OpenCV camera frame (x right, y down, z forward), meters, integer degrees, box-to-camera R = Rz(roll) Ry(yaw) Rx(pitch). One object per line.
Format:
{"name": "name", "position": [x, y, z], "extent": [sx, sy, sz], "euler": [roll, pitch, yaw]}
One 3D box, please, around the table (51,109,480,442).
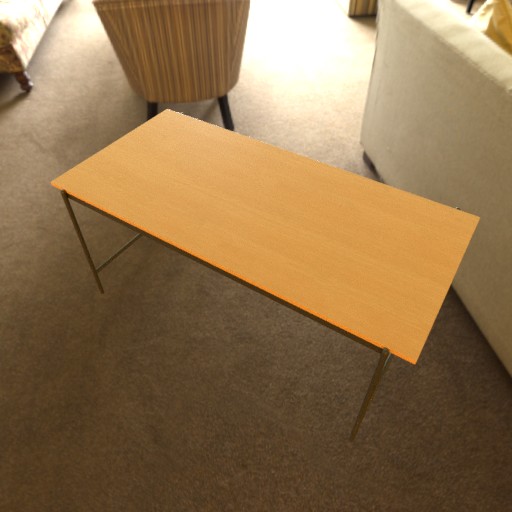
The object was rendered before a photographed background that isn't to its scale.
{"name": "table", "position": [0.000, 0.000, 2.313], "extent": [1.800, 0.758, 0.900], "euler": [25, 51, 22]}
